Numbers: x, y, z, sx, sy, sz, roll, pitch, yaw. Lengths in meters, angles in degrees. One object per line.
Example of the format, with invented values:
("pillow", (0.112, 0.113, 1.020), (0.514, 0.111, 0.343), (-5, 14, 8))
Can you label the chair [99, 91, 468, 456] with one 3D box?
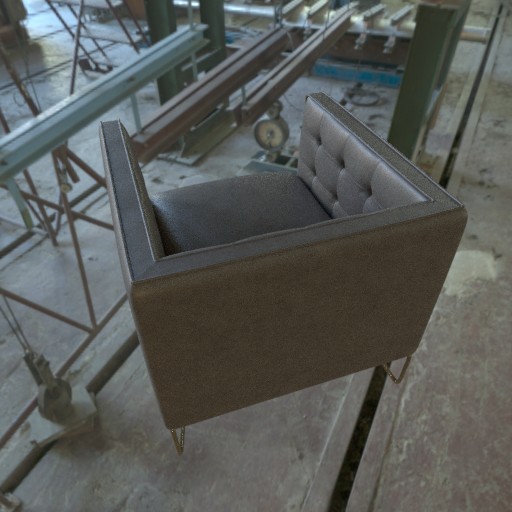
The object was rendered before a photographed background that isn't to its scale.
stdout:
("chair", (0.000, 0.000, 1.571), (0.880, 0.790, 0.894), (-13, 43, -14))
